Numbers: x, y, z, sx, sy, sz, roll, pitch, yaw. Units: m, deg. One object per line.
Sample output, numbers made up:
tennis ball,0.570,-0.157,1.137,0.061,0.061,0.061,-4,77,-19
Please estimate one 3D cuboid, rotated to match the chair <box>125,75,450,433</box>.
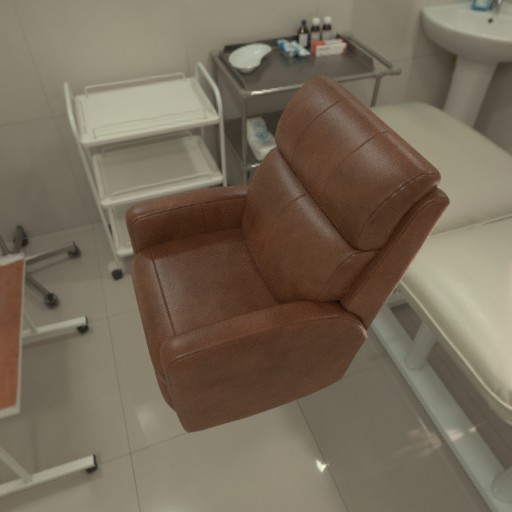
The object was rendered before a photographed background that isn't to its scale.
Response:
chair,0.000,0.000,1.670,0.939,1.016,0.787,-15,48,-14
